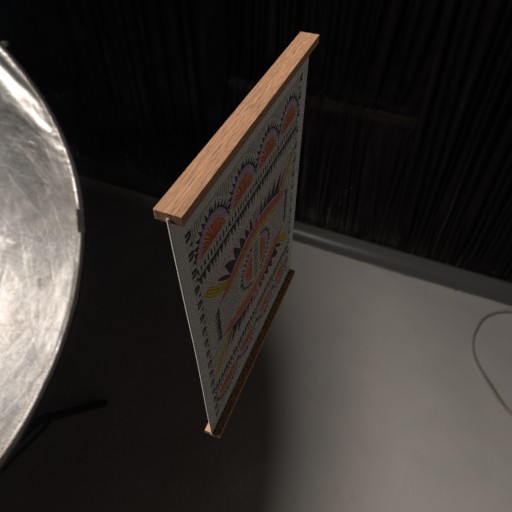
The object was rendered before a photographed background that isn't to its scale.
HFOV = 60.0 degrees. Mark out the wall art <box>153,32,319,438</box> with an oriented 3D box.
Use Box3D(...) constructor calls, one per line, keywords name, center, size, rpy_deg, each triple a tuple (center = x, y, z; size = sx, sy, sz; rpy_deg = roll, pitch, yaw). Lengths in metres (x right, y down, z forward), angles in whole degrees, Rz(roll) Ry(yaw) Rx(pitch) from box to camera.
Box3D(name="wall art", center=(0.000, 0.000, 0.698), size=(0.028, 0.527, 0.403), rpy_deg=(17, 51, 15))
